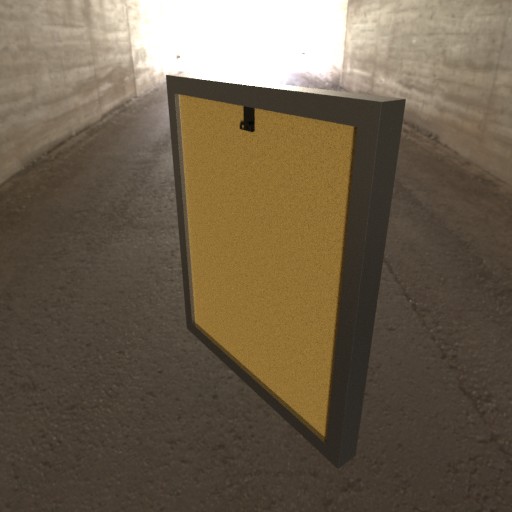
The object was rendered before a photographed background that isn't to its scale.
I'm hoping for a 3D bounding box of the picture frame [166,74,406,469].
[{"bbox_3d":[0.000,0.000,1.331,0.073,0.968,0.839,-19,32,-33],"label":"picture frame"}]
